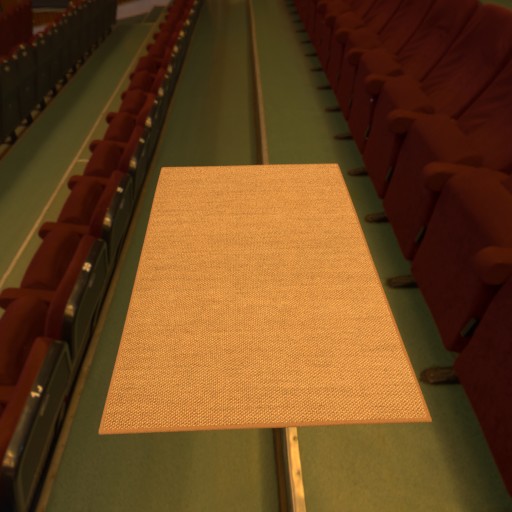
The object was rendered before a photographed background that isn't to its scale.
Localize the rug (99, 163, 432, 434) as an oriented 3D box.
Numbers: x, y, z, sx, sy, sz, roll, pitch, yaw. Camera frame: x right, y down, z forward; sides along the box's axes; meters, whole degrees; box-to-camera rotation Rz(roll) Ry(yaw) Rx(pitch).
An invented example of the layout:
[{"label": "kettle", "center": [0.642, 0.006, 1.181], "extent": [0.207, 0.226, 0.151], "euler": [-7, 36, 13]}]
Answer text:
[{"label": "rug", "center": [0.000, 0.000, 2.029], "extent": [1.061, 0.012, 1.668], "euler": [-2, 41, -2]}]
